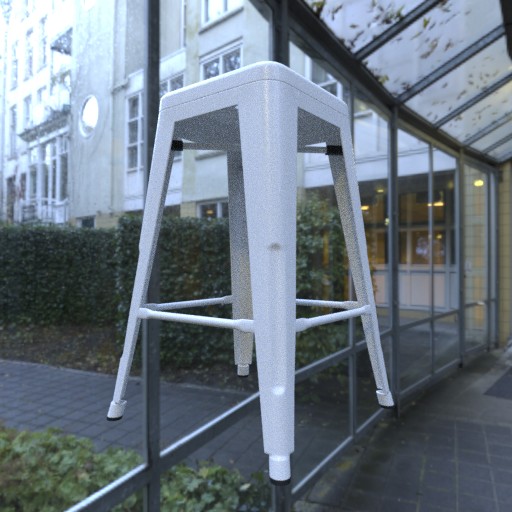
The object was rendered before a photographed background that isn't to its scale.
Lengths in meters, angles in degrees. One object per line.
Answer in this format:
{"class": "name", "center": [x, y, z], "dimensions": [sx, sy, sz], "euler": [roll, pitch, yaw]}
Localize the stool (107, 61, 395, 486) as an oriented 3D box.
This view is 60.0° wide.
{"class": "stool", "center": [0.000, 0.000, 0.865], "dimensions": [0.406, 0.610, 0.406], "euler": [0, 0, 38]}
